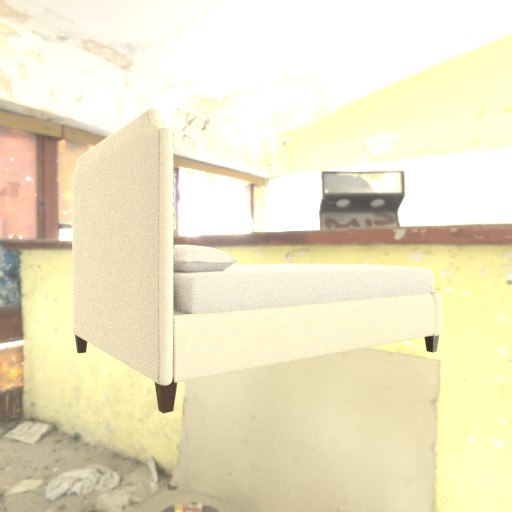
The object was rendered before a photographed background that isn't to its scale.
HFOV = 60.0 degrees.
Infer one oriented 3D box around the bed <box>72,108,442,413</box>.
[{"bbox_3d":[0.000,0.000,3.440,2.372,1.497,1.712,0,0,-36],"label":"bed"}]
